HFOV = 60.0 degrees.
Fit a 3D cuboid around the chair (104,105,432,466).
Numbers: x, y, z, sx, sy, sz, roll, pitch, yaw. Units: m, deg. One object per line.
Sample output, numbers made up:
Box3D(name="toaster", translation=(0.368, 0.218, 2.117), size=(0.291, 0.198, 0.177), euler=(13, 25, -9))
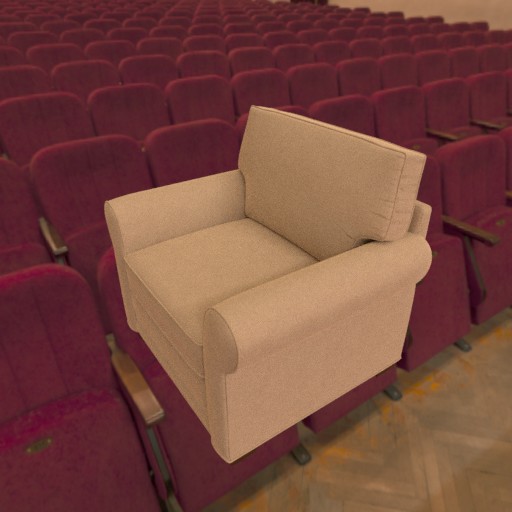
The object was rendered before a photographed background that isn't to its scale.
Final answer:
Box3D(name="chair", translation=(0.000, 0.000, 1.732), size=(0.863, 0.955, 1.040), euler=(-19, 35, -29))
